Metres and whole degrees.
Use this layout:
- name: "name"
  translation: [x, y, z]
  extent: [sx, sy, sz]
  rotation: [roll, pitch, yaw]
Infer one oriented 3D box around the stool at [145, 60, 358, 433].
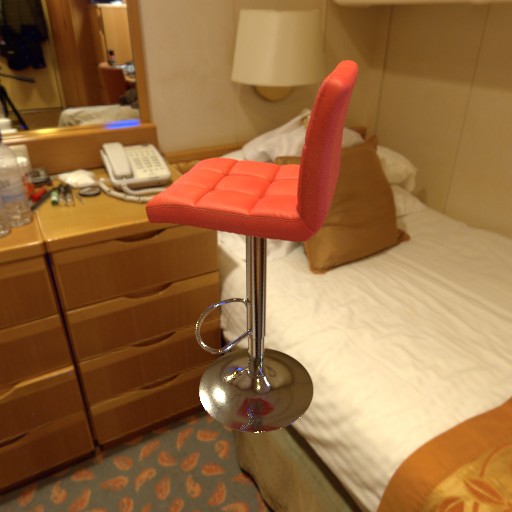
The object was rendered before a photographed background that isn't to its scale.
- name: "stool"
  translation: [0.000, 0.000, 1.391]
  extent: [0.505, 1.115, 0.430]
  rotation: [7, 29, 13]
